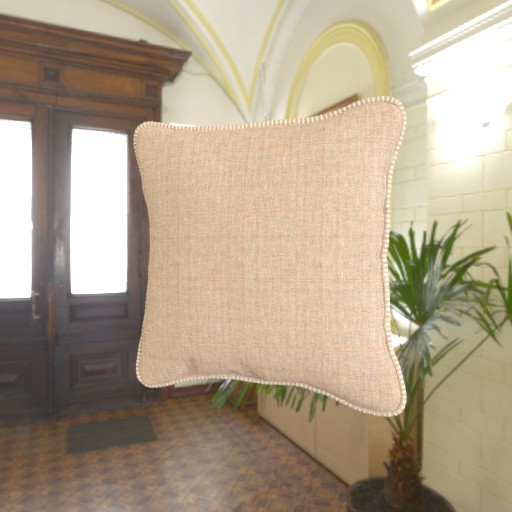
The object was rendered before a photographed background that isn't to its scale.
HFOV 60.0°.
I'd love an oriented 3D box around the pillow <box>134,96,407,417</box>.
[{"bbox_3d":[0.000,0.000,0.752,0.485,0.494,0.124,0,1,20],"label":"pillow"}]
